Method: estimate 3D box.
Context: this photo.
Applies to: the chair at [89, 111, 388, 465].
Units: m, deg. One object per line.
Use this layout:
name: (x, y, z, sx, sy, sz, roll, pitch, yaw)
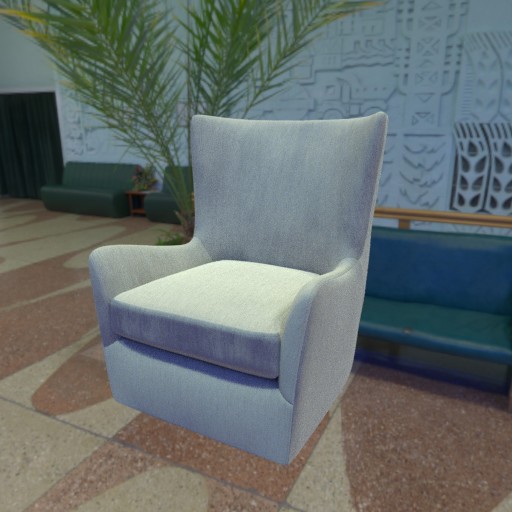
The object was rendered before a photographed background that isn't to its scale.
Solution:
chair: (0.000, 0.000, 1.609, 0.779, 1.000, 0.904, 8, 18, 27)
